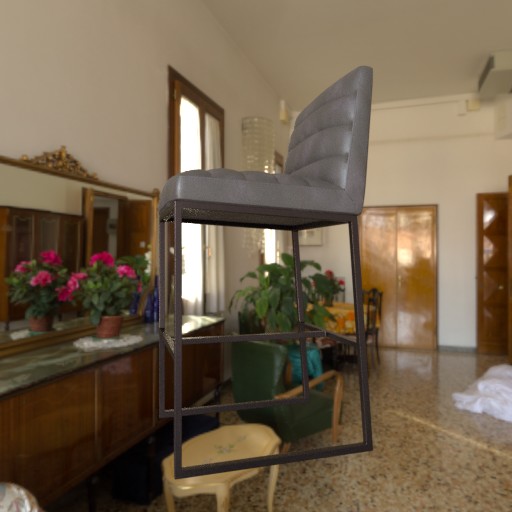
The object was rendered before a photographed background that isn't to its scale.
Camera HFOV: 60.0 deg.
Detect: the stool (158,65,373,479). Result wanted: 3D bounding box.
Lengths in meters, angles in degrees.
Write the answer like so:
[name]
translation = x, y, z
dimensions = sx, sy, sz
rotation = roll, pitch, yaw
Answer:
[stool]
translation = 0.000, 0.000, 1.343
dimensions = 0.562, 1.065, 0.463
rotation = 0, 0, -17
